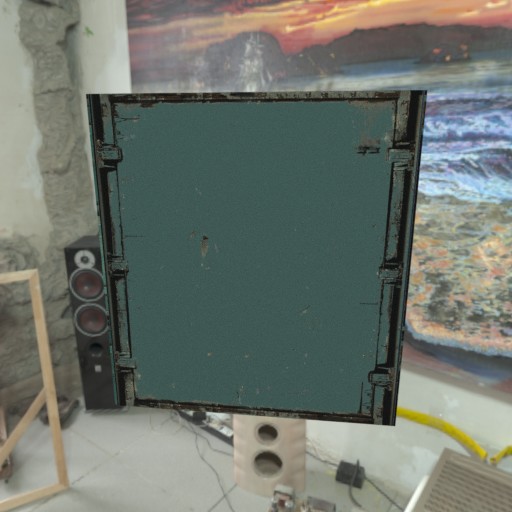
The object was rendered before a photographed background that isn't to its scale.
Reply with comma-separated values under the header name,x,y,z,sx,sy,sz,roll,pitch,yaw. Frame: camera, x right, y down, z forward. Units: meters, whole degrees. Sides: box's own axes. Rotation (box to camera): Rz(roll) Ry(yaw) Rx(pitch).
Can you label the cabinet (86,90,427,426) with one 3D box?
name,x,y,z,sx,sy,sz,roll,pitch,yaw
cabinet,0.000,0.000,3.185,2.000,2.160,0.680,2,15,7
